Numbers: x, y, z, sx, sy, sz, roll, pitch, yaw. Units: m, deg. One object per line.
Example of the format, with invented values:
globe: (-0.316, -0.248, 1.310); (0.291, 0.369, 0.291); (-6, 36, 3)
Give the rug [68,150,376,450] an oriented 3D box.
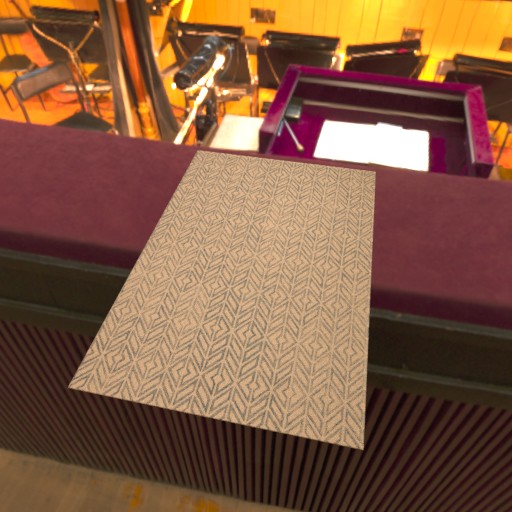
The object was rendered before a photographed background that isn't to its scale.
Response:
rug: (0.000, 0.000, 2.385); (1.220, 0.008, 1.824); (9, 47, 8)
